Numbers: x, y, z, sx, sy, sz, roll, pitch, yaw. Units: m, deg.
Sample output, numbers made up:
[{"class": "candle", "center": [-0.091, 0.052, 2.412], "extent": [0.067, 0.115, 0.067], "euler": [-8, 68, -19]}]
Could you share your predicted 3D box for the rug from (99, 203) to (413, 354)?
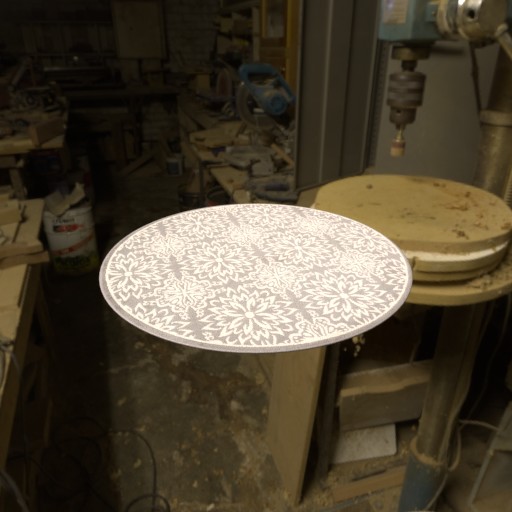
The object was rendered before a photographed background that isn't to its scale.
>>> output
[{"class": "rug", "center": [0.000, 0.000, 2.361], "extent": [1.593, 0.012, 1.593], "euler": [0, 27, 0]}]
